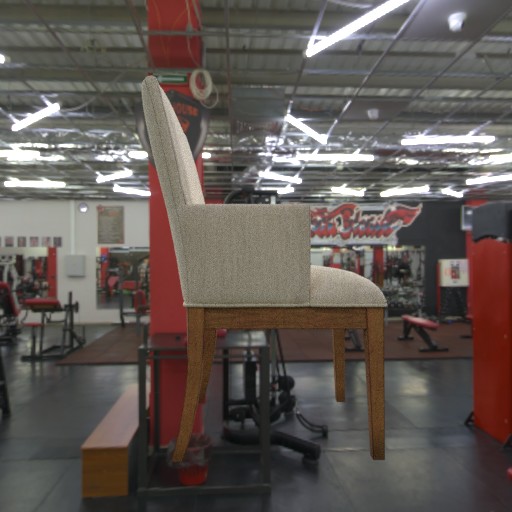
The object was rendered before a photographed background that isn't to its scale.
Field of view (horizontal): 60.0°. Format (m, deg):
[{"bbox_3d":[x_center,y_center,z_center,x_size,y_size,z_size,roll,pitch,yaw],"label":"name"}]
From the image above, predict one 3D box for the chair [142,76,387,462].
[{"bbox_3d":[0.000,0.000,1.340,0.641,1.016,0.533,0,-1,-1],"label":"chair"}]
